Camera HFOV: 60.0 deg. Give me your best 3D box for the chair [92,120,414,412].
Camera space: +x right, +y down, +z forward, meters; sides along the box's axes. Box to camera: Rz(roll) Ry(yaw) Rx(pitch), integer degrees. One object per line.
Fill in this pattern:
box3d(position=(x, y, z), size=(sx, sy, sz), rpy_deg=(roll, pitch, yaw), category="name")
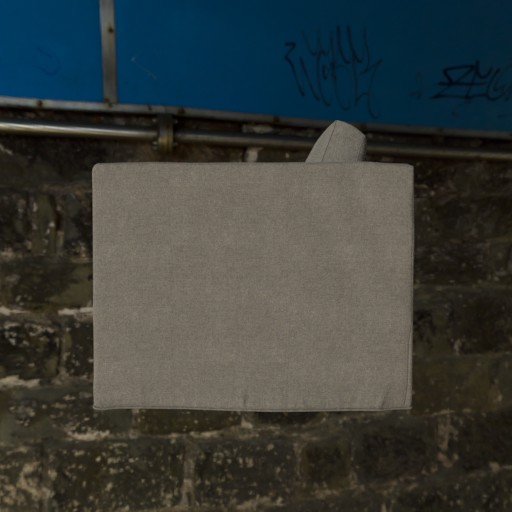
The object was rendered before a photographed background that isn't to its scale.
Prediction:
box3d(position=(0.000, 0.000, 1.764), size=(0.949, 0.863, 1.057), rpy_deg=(0, 1, 2), category="chair")
